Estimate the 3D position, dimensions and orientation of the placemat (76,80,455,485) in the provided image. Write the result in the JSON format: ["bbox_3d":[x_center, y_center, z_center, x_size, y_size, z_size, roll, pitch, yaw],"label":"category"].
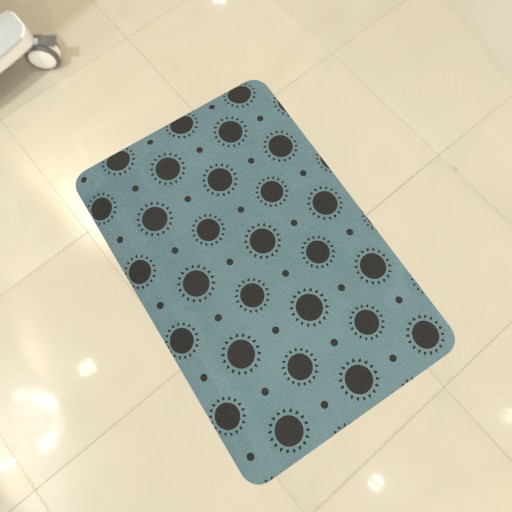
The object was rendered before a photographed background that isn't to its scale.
[{"bbox_3d":[0.000,0.000,0.943,0.508,0.021,0.762,-32,77,-8],"label":"placemat"}]
